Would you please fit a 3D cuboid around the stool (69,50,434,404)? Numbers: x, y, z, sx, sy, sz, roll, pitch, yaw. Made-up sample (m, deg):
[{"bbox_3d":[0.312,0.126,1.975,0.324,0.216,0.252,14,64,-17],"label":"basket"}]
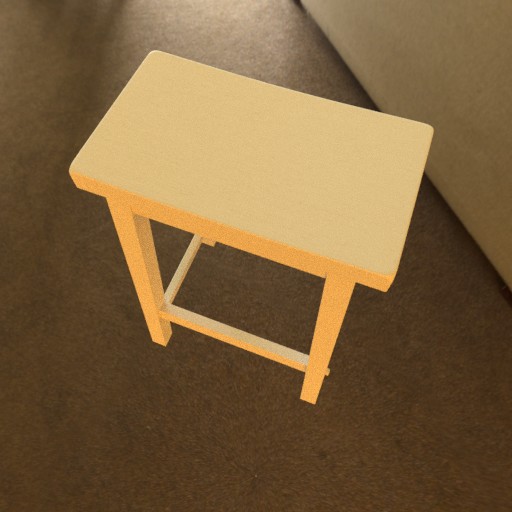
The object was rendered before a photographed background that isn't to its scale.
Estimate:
[{"bbox_3d":[0.000,0.000,0.825,0.406,0.610,0.322,19,65,9],"label":"stool"}]
